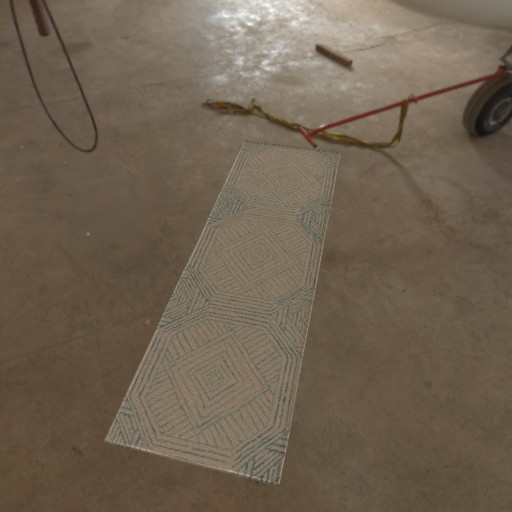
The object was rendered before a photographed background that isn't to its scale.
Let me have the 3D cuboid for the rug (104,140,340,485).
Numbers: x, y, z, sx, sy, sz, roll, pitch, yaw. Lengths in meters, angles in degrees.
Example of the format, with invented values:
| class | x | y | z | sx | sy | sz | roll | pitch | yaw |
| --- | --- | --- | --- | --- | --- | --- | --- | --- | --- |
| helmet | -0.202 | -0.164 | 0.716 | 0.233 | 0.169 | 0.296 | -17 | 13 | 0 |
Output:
| class | x | y | z | sx | sy | sz | roll | pitch | yaw |
| --- | --- | --- | --- | --- | --- | --- | --- | --- | --- |
| rug | 0.000 | 0.000 | 2.671 | 0.775 | 0.012 | 2.452 | 10 | 47 | 9 |
